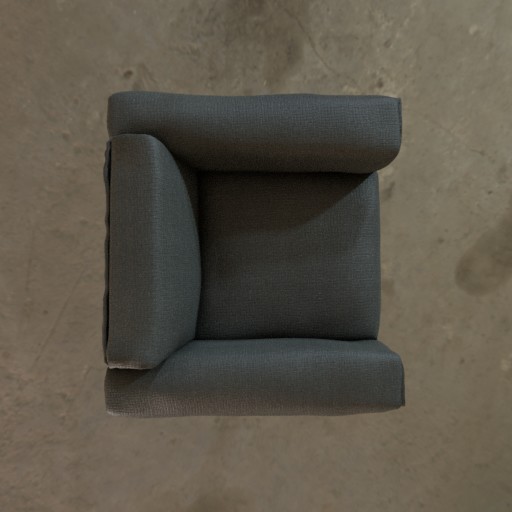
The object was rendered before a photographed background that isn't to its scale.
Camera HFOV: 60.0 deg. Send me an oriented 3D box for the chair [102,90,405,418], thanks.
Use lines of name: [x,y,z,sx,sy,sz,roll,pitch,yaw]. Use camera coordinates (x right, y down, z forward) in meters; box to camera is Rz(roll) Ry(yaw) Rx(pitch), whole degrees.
chair: [0.000,0.000,1.637,0.969,0.646,1.056,0,89,-1]
